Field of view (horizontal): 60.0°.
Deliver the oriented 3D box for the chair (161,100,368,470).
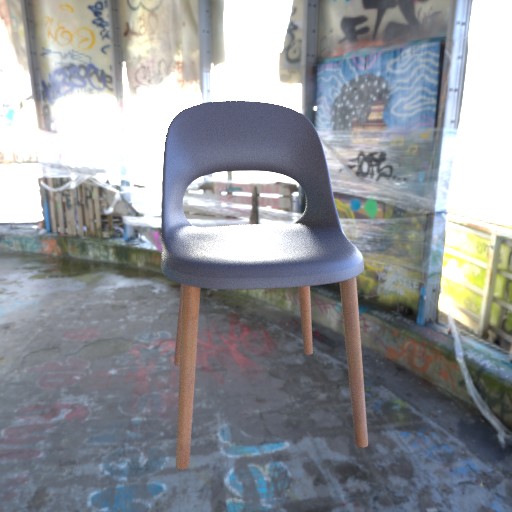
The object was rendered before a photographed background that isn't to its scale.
[{"bbox_3d":[0.000,0.000,1.133,0.470,0.795,0.556,-3,15,-10],"label":"chair"}]
